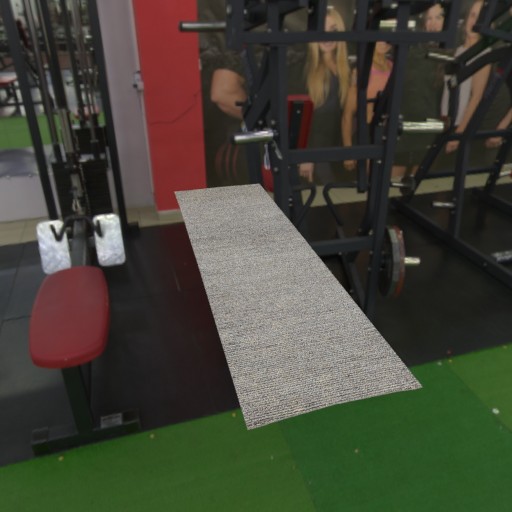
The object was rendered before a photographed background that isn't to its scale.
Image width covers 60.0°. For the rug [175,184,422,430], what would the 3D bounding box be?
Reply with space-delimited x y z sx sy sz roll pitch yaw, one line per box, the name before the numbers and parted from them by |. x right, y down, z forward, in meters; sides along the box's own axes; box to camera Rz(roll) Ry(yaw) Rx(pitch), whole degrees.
rug | 0.000 0.000 2.589 0.697 0.013 2.335 -8 30 -13
